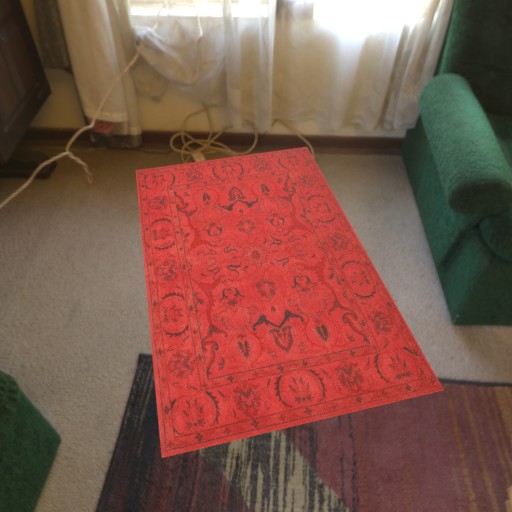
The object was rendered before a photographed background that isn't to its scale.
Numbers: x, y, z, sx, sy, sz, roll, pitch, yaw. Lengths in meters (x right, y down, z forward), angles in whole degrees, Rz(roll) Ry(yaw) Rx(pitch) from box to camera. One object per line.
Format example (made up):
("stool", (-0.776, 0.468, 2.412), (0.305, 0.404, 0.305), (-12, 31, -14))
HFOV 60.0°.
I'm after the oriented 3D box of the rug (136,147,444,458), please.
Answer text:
("rug", (0.000, 0.000, 3.105), (1.534, 0.010, 2.423), (-10, 48, -9))
